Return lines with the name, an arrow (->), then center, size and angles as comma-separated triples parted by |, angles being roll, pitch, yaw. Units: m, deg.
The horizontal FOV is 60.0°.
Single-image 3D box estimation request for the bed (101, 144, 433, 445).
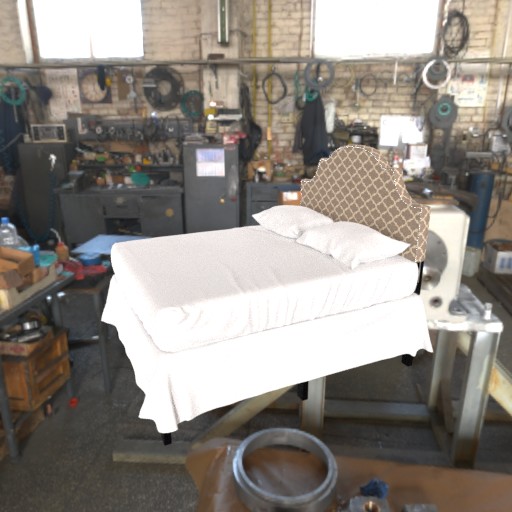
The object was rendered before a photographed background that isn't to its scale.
bed -> 0.000, 0.000, 3.458 | 2.222, 1.633, 1.780 | -9, 20, -25
